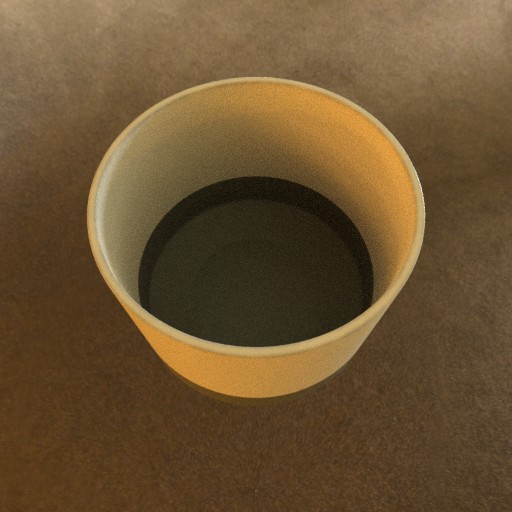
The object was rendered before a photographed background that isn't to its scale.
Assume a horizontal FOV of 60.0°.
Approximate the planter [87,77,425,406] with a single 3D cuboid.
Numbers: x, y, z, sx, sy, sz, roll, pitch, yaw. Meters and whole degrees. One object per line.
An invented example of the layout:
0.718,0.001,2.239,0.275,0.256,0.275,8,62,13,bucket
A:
0.000,0.000,0.217,0.128,0.105,0.128,0,62,0,planter
